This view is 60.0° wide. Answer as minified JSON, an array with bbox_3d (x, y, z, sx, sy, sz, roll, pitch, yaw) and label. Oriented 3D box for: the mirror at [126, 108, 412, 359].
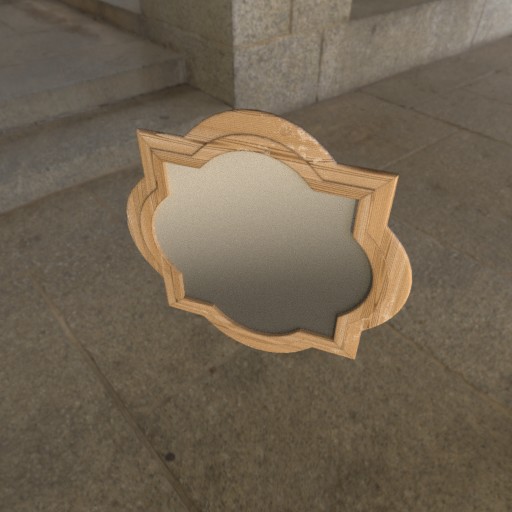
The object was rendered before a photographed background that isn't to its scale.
[{"bbox_3d":[0.000,0.000,1.045,0.686,0.686,0.019,14,43,15],"label":"mirror"}]
